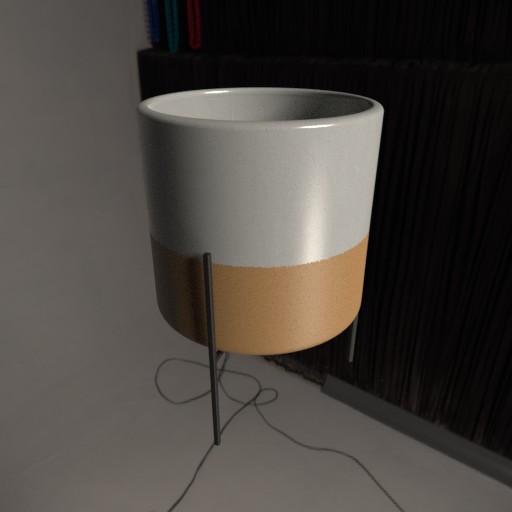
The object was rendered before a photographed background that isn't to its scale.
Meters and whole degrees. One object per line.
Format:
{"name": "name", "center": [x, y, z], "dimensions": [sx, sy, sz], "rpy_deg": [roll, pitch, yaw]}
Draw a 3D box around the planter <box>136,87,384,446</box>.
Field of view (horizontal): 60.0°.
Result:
{"name": "planter", "center": [0.000, 0.000, 0.647], "dimensions": [0.310, 0.432, 0.310], "rpy_deg": [18, 32, 32]}
